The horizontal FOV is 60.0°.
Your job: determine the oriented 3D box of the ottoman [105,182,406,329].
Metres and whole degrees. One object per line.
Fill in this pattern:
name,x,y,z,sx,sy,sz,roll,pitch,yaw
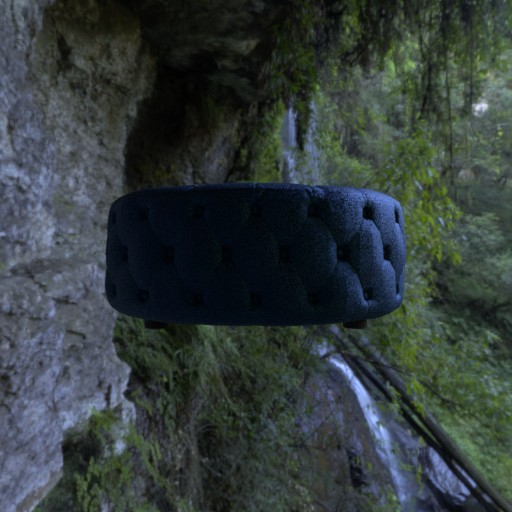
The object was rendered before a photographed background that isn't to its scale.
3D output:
ottoman,0.000,0.000,1.544,0.998,0.398,0.998,0,1,0
